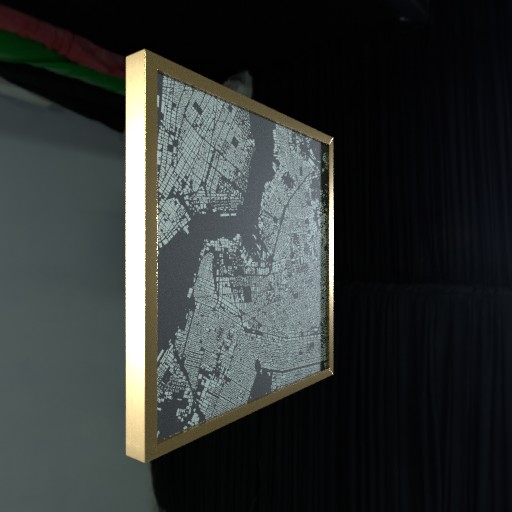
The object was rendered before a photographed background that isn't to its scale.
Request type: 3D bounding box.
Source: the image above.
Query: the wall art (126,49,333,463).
[{"bbox_3d":[0.000,0.000,0.455,0.023,0.305,0.305,0,0,36],"label":"wall art"}]
